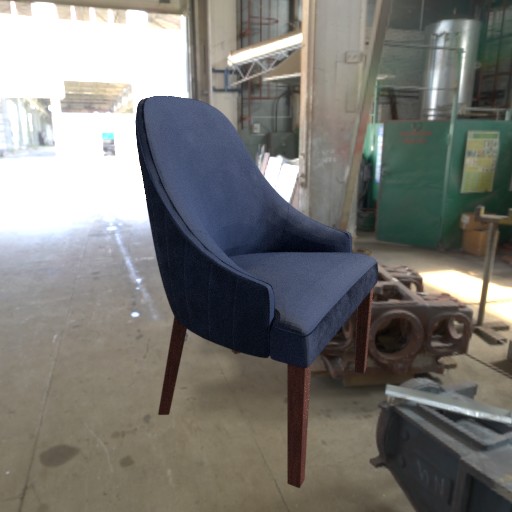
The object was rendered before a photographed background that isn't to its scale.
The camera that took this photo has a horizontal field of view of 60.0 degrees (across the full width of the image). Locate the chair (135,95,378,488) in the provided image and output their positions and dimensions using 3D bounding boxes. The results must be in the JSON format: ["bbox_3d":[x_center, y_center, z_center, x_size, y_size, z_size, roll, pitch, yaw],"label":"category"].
[{"bbox_3d":[0.000,0.000,1.274,0.575,0.889,0.643,8,17,27],"label":"chair"}]
